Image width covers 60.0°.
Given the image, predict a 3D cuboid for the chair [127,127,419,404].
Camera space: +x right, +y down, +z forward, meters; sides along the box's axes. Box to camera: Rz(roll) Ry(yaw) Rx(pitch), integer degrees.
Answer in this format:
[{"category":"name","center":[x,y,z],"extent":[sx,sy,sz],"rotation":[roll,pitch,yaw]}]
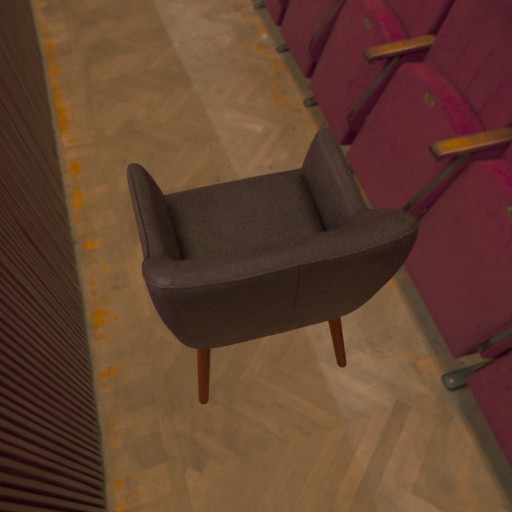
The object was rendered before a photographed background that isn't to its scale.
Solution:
[{"category":"chair","center":[0.000,0.000,1.271],"extent":[0.610,0.828,0.610],"rotation":[-12,58,-8]}]
